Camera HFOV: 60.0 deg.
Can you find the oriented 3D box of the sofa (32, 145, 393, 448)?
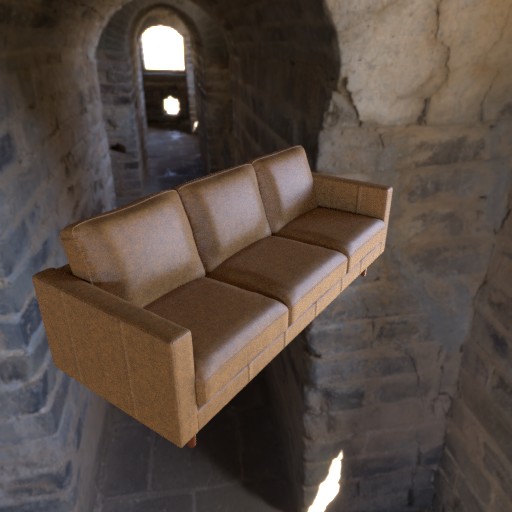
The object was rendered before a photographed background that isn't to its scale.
[{"bbox_3d":[0.000,0.000,2.669,0.903,0.930,2.231,17,31,31],"label":"sofa"}]
